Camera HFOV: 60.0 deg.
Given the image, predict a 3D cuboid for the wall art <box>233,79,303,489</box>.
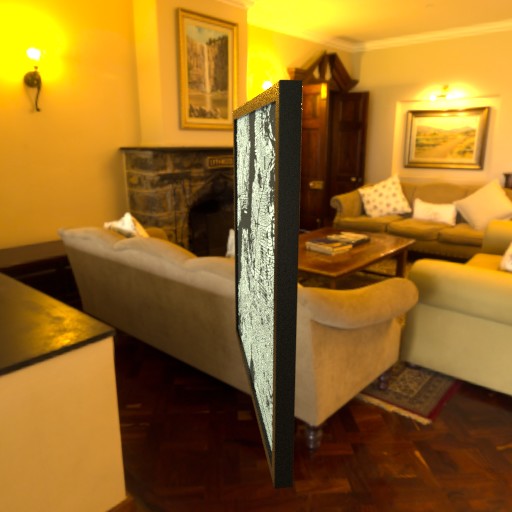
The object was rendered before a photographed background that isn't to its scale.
[{"bbox_3d":[0.000,0.000,1.147,0.038,0.761,0.755,-2,15,-8],"label":"wall art"}]
